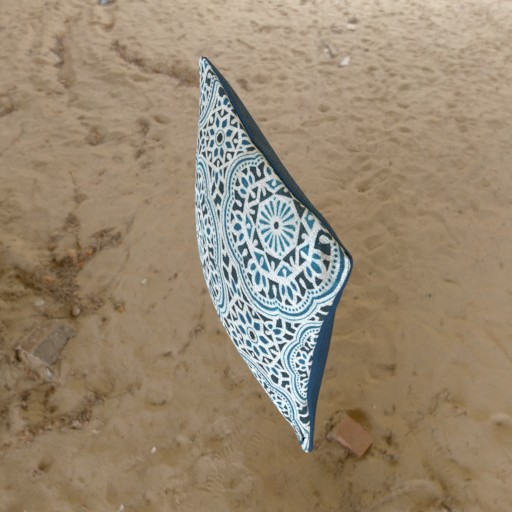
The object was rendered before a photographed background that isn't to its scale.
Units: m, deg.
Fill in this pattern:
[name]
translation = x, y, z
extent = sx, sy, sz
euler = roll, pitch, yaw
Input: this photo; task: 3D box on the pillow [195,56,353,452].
[pillow]
translation = 0.000, 0.000, 0.643
extent = 0.145, 0.420, 0.440
euler = -15, 49, -14
